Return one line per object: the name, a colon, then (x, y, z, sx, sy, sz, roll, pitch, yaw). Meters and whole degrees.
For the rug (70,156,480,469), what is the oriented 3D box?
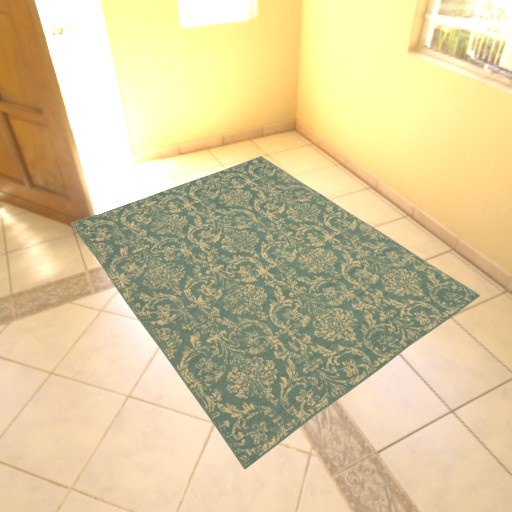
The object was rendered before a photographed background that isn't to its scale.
rug: (0.000, 0.000, 4.000, 2.363, 0.012, 2.980, -26, 47, -27)
